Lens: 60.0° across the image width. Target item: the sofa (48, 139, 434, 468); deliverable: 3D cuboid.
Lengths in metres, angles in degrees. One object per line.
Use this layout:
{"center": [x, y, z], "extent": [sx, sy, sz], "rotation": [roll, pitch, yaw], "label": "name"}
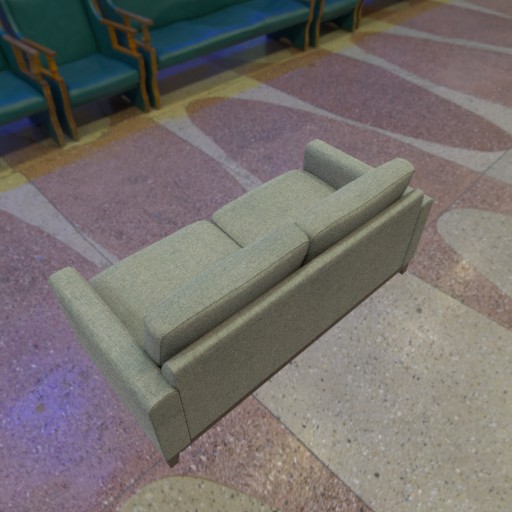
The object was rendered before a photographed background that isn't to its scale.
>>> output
{"center": [0.000, 0.000, 2.513], "extent": [1.978, 0.892, 0.969], "rotation": [-32, 53, -28], "label": "sofa"}
